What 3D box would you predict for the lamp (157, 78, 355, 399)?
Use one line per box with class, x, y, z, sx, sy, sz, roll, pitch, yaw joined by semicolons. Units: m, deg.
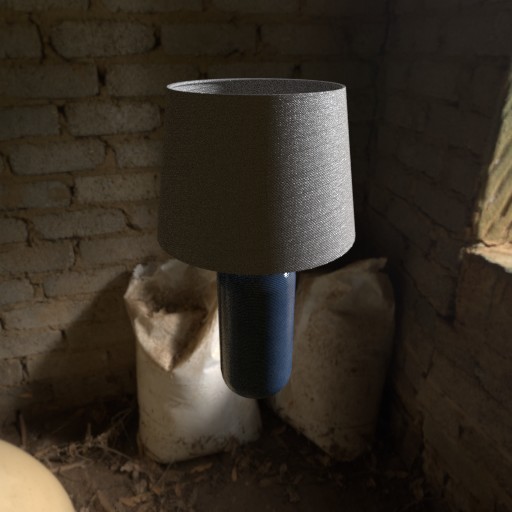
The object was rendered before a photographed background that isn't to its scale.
lamp;0.000;0.000;0.594;0.253;0.428;0.253;0;26;0
